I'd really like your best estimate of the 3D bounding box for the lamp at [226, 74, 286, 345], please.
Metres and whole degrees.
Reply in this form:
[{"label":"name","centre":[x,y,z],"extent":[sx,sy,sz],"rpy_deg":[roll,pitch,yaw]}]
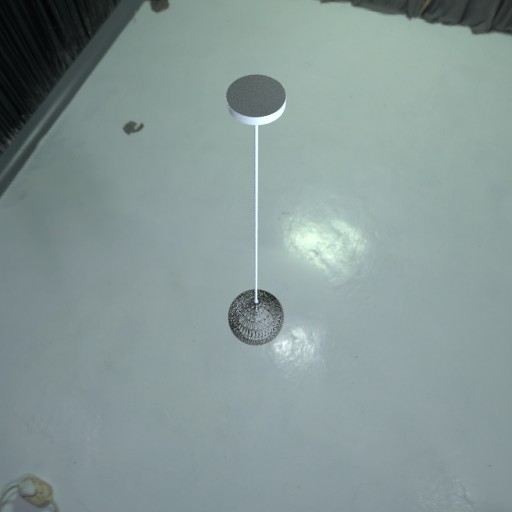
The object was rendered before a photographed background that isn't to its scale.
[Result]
[{"label":"lamp","centre":[0.000,0.000,2.077],"extent":[0.355,1.919,0.355],"rpy_deg":[12,63,6]}]
